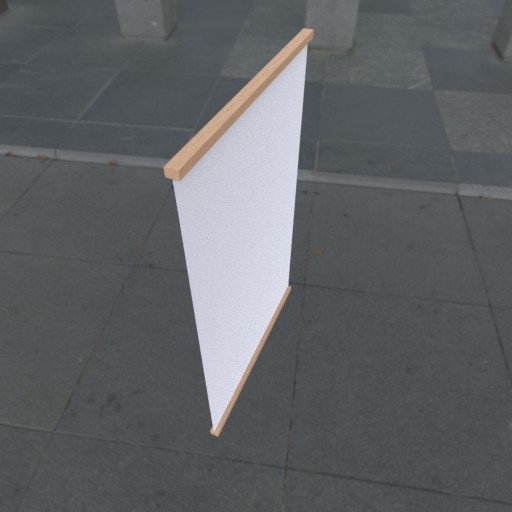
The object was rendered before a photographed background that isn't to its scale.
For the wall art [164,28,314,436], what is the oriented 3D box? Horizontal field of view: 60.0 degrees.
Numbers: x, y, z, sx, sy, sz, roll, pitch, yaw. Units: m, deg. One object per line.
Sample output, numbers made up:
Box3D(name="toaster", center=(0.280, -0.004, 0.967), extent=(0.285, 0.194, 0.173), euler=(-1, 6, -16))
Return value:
Box3D(name="wall art", center=(0.000, 0.000, 0.764), extent=(0.016, 0.611, 0.401), euler=(17, 48, 16))
